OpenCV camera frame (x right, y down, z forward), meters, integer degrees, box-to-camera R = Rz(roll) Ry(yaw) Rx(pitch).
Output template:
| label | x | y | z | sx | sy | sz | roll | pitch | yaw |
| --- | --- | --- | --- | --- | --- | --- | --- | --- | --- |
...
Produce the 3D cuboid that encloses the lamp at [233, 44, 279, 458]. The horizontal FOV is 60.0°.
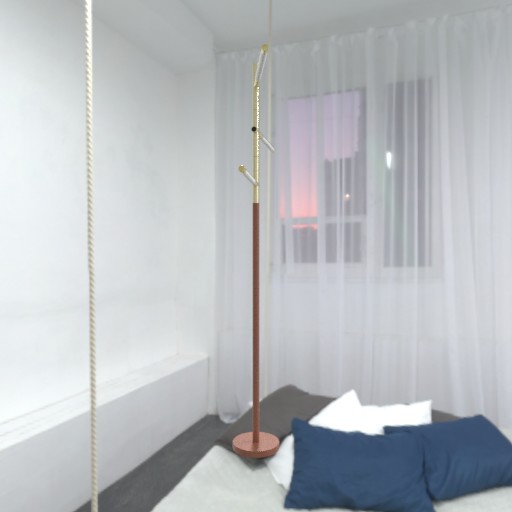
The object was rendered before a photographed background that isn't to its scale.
| label | x | y | z | sx | sy | sz | roll | pitch | yaw |
| --- | --- | --- | --- | --- | --- | --- | --- | --- | --- |
| lamp | 0.000 | 0.000 | 1.967 | 0.209 | 1.704 | 0.737 | 0 | 0 | 0 |
